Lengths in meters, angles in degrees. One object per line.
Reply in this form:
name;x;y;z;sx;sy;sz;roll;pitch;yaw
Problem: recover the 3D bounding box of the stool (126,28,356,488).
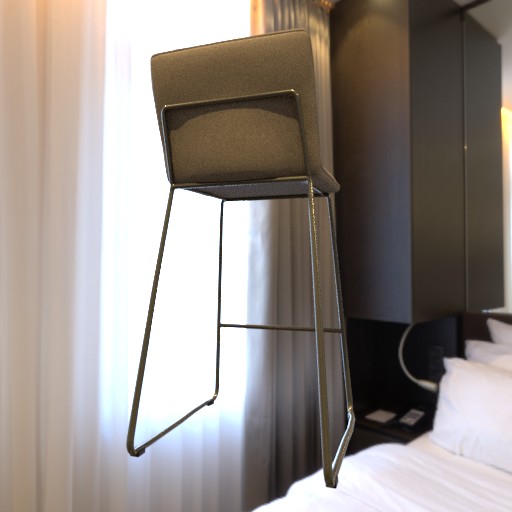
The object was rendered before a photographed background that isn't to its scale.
stool;0.000;0.000;1.194;0.490;0.960;0.490;0;-1;18
